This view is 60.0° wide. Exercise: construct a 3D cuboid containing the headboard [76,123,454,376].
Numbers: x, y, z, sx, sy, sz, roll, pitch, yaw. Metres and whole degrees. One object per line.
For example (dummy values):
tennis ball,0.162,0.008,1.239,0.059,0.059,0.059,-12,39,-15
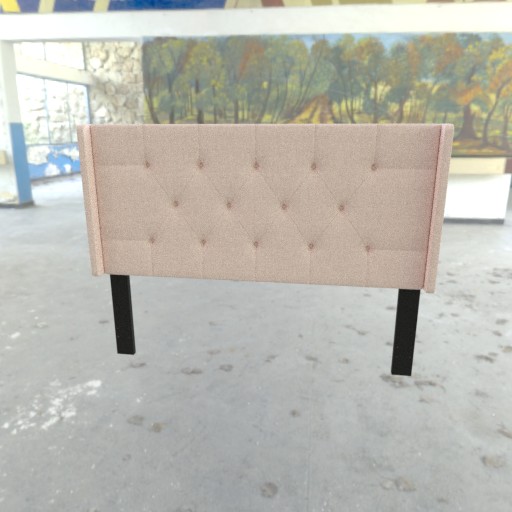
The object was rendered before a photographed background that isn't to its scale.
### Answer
headboard,0.000,0.000,2.669,2.051,1.524,0.184,2,16,8
